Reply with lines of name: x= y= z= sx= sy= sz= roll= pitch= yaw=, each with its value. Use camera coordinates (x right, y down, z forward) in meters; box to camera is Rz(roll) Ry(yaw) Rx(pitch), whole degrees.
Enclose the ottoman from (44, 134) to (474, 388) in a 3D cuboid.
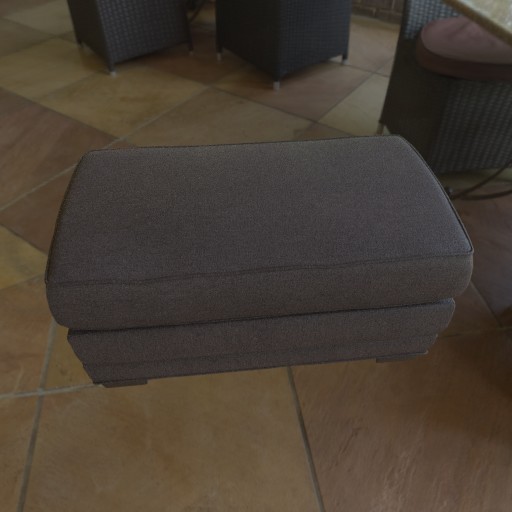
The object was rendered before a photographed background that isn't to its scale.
ottoman: x=0.000 y=0.000 z=1.129 sx=0.864 sy=0.448 sz=0.490 roll=-4 pitch=46 yaw=-4
